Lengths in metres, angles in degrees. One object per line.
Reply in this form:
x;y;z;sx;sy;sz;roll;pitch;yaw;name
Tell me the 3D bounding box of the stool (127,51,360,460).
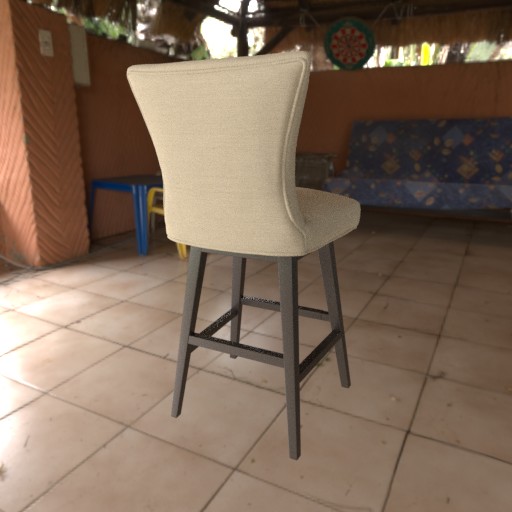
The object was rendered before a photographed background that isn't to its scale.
0.000;0.000;1.390;0.514;1.086;0.574;8;18;26;stool
